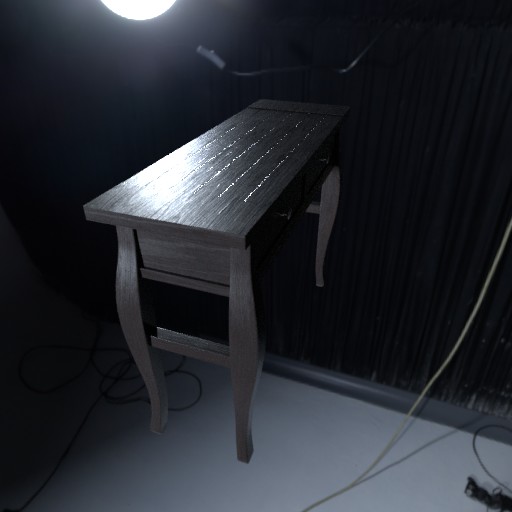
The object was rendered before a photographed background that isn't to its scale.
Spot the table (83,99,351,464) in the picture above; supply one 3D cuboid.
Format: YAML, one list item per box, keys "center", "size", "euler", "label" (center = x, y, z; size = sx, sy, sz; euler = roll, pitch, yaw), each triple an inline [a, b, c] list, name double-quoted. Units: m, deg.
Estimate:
- center: [0.000, 0.000, 1.472]
  size: [0.373, 0.768, 1.062]
  euler: [11, 33, 17]
  label: "table"
